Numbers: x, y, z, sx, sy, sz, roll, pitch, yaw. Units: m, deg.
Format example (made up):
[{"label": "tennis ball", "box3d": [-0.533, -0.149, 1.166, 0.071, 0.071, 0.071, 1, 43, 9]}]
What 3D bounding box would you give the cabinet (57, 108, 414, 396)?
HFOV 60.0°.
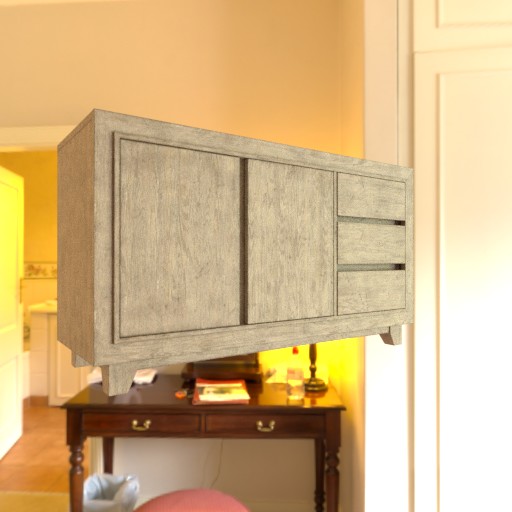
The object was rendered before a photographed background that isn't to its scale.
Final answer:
[{"label": "cabinet", "box3d": [0.000, 0.000, 1.867, 1.460, 0.825, 0.511, 0, 0, -35]}]
